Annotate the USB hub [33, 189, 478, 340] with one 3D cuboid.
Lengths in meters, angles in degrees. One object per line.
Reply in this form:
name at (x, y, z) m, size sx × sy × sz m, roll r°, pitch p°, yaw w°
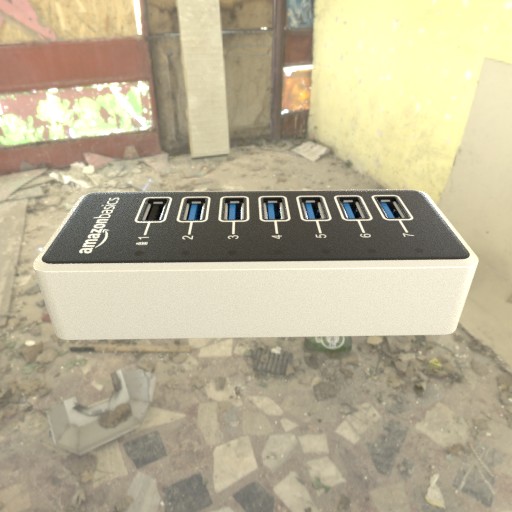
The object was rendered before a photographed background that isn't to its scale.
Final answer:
USB hub at (0.000, 0.000, 0.130) m, size 0.110 × 0.023 × 0.044 m, roll -1°, pitch 33°, yaw -1°
